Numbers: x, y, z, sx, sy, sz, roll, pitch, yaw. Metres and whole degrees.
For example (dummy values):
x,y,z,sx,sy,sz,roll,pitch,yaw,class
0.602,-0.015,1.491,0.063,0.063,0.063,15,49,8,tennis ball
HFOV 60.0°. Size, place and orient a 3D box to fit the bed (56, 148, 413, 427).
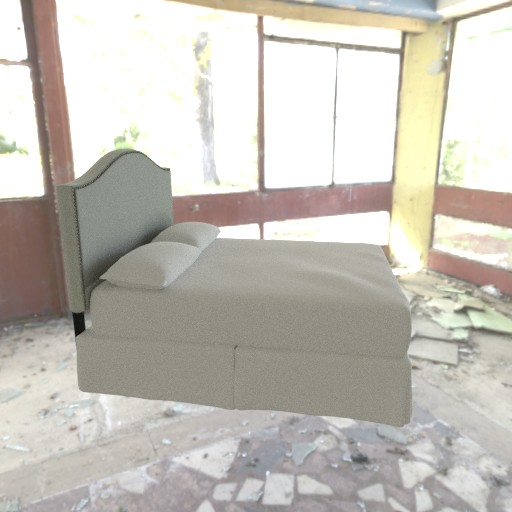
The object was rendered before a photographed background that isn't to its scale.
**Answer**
x,y,z,sx,sy,sz,roll,pitch,yaw,class
0.000,0.000,3.429,2.180,1.607,1.813,2,15,9,bed
